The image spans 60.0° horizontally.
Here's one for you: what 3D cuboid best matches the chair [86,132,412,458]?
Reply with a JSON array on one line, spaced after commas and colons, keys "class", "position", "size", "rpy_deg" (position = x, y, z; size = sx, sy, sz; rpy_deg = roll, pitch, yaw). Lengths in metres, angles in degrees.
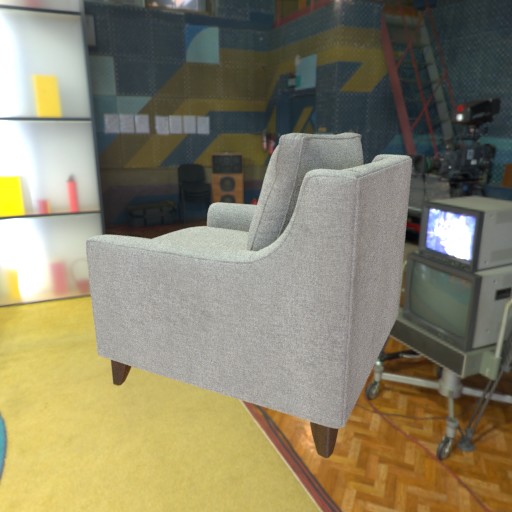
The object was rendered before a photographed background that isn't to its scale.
[{"class": "chair", "position": [0.000, 0.000, 1.610], "size": [0.918, 0.864, 0.838], "rpy_deg": [8, 18, 26]}]
